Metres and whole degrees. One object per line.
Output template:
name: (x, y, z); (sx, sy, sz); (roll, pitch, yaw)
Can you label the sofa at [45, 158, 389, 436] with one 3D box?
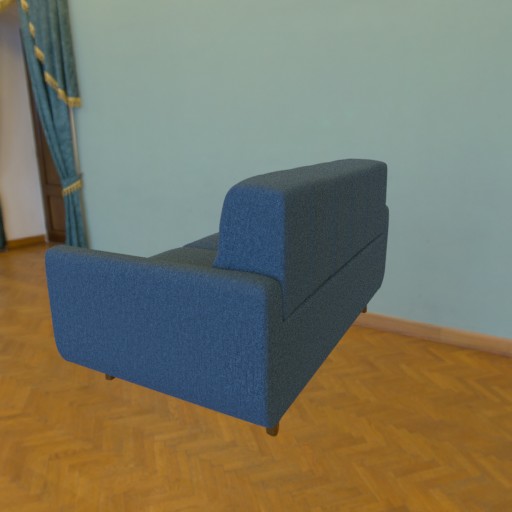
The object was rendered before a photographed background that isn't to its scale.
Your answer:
sofa: (0.000, 0.000, 2.167); (0.942, 0.896, 1.651); (8, 18, 27)
